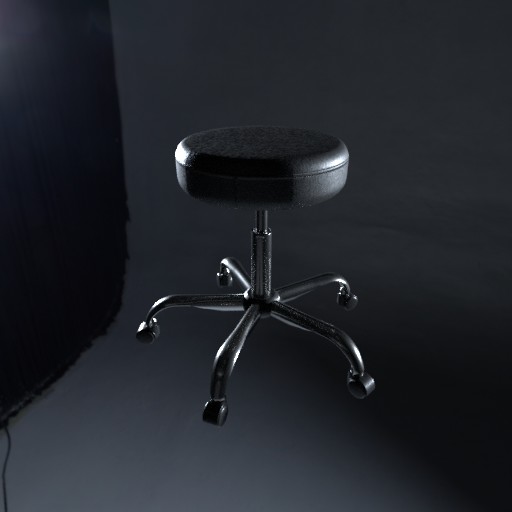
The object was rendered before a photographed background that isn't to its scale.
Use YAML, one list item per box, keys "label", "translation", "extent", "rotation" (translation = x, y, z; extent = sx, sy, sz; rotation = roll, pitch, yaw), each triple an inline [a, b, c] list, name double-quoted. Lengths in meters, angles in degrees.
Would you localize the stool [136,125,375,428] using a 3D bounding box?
- label: "stool"
  translation: [0.000, 0.000, 1.136]
  extent: [0.673, 0.576, 0.638]
  rotation: [9, 28, 17]
